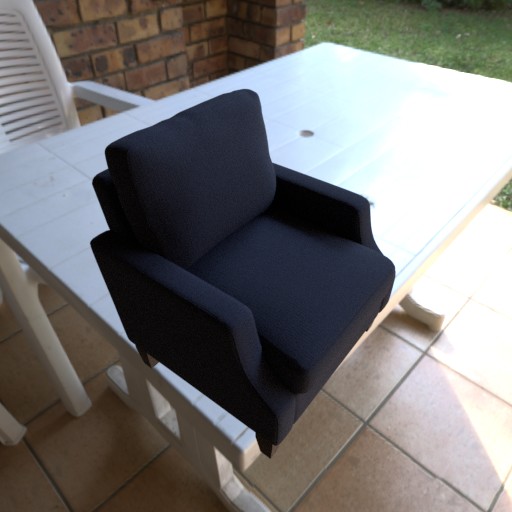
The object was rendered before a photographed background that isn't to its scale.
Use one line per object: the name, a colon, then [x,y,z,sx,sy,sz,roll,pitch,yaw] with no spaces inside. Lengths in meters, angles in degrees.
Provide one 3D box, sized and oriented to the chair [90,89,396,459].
chair: [0.000,0.000,1.677,0.897,0.991,0.855,27,47,28]
